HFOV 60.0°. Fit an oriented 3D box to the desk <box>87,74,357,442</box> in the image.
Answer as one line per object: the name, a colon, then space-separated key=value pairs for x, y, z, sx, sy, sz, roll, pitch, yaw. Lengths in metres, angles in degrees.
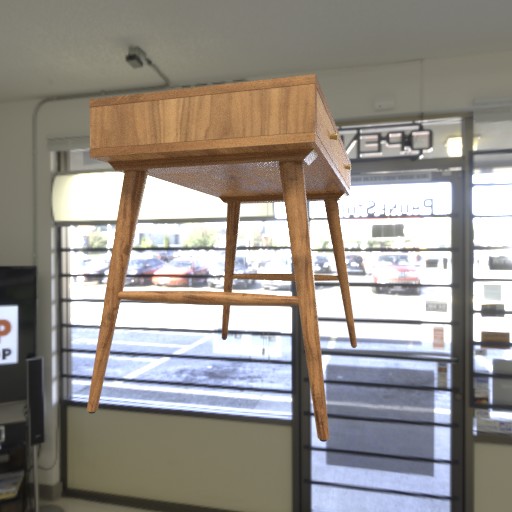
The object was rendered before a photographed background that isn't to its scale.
desk: x=0.000 y=0.000 z=1.441 sx=0.588 sy=0.758 sz=0.949 roll=0 pitch=1 yaw=16
